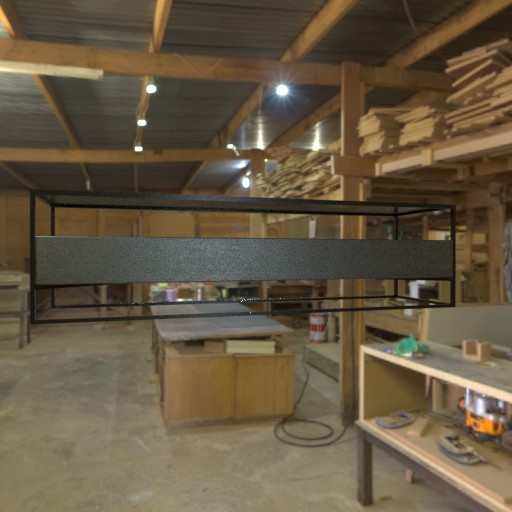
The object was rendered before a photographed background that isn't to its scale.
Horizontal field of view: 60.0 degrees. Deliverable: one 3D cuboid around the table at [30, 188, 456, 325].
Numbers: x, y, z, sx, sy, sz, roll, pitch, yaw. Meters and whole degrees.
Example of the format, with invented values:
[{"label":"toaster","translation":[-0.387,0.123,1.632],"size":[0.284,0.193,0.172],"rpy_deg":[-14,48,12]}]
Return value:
[{"label":"table","translation":[0.000,0.000,1.689],"size":[1.486,0.395,0.399],"rpy_deg":[0,0,-16]}]
